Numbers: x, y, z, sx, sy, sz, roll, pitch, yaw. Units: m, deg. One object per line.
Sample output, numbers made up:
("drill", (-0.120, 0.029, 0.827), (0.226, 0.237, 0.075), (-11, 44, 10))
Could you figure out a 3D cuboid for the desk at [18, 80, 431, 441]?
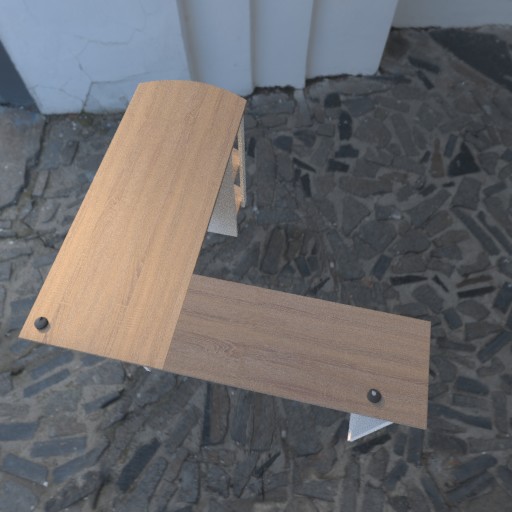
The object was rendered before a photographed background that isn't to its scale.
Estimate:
("desk", (0.000, 0.000, 2.037), (1.361, 0.716, 1.303), (11, 63, 6))
